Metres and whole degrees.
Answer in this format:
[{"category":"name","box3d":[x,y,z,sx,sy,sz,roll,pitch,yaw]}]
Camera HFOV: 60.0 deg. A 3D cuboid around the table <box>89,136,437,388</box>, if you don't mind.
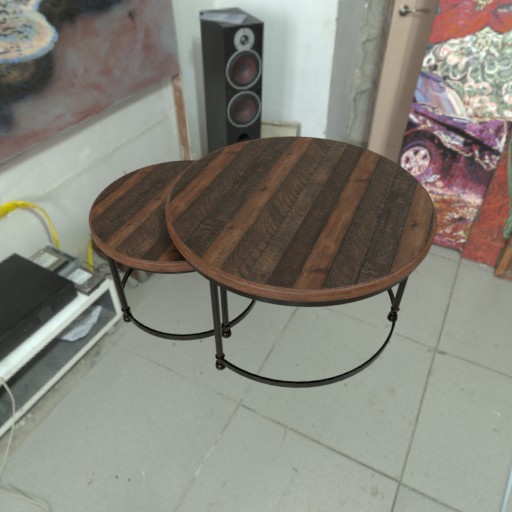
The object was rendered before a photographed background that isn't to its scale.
[{"category":"table","box3d":[0.000,0.000,1.620,1.152,0.516,0.870,-1,41,-1]}]
